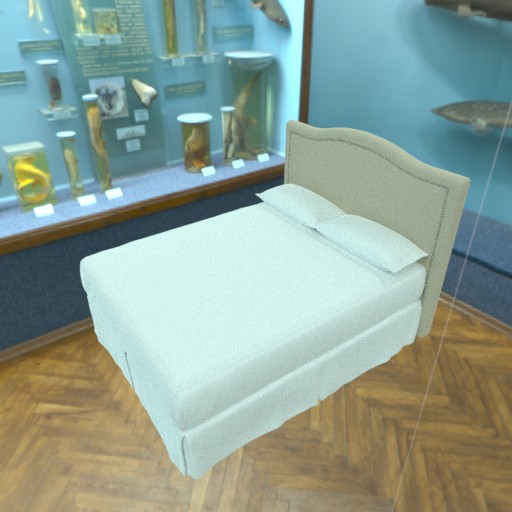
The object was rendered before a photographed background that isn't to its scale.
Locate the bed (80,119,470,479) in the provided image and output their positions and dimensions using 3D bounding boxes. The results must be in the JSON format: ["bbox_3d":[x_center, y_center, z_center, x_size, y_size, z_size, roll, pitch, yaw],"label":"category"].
[{"bbox_3d":[0.000,0.000,3.210,2.143,1.460,1.753,-21,37,-30],"label":"bed"}]
